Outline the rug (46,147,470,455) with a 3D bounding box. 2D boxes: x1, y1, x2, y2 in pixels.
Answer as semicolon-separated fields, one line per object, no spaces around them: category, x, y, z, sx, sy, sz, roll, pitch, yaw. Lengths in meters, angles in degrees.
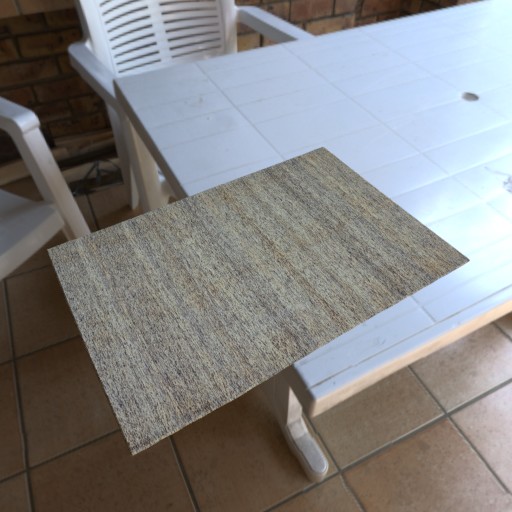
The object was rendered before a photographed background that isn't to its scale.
rug;0.000;0.000;2.310;1.846;0.014;1.243;-24;51;-21
